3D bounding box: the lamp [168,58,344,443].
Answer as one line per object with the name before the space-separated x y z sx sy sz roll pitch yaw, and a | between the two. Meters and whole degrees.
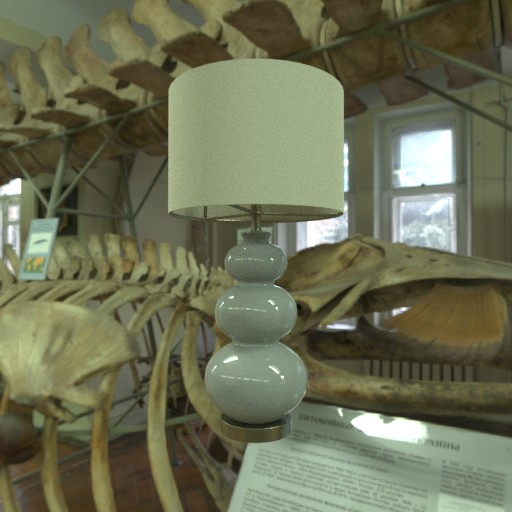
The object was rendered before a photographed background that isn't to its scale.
lamp | 0.000 0.000 0.942 0.367 0.730 0.367 0 -1 -1
